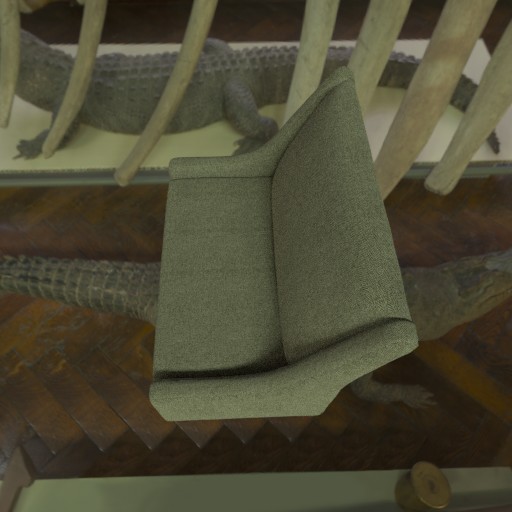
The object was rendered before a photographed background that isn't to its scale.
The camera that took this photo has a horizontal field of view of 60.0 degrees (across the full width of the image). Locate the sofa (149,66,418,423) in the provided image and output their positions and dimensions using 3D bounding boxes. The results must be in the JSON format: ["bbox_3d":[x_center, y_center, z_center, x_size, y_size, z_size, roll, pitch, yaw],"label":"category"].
[{"bbox_3d":[0.000,0.000,1.939,0.870,1.021,1.242,-2,58,-1],"label":"sofa"}]
